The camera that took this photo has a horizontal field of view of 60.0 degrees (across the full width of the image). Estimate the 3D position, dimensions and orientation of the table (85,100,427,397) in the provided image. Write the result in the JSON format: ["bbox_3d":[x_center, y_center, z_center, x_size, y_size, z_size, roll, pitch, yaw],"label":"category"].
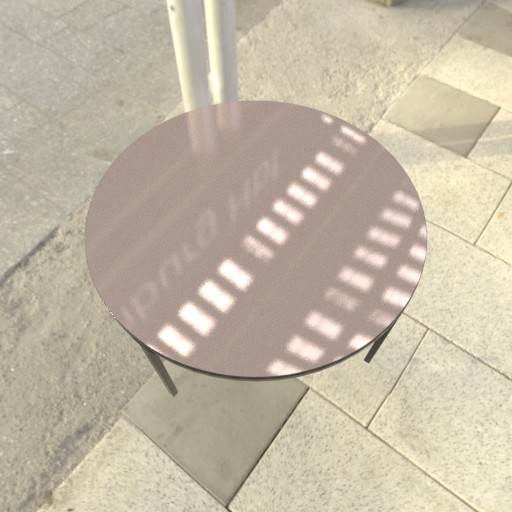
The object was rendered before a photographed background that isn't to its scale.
[{"bbox_3d":[0.000,0.000,1.222,0.800,0.400,0.800,0,58,0],"label":"table"}]
